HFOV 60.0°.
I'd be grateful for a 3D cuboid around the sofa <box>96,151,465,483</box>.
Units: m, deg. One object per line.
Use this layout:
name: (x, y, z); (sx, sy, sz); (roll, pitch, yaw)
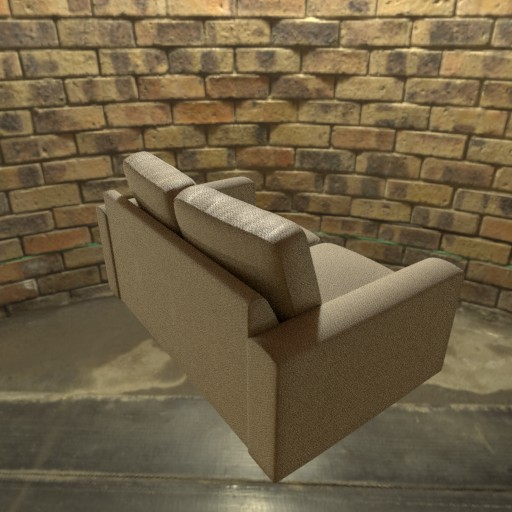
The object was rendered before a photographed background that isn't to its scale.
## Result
sofa: (0.000, 0.000, 2.175); (1.016, 0.873, 1.616); (-18, 32, -32)
